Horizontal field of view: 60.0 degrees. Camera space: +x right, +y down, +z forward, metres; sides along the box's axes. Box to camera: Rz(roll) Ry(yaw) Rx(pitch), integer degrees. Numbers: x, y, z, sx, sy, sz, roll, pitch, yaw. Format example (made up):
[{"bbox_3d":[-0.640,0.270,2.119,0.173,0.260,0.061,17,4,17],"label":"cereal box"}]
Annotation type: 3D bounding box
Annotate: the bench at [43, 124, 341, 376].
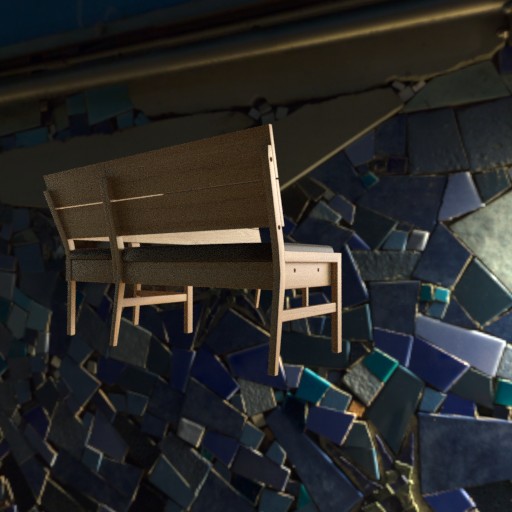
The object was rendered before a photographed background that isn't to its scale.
[{"bbox_3d":[0.000,0.000,2.792,1.549,0.890,1.975,-1,-1,36],"label":"bench"}]
